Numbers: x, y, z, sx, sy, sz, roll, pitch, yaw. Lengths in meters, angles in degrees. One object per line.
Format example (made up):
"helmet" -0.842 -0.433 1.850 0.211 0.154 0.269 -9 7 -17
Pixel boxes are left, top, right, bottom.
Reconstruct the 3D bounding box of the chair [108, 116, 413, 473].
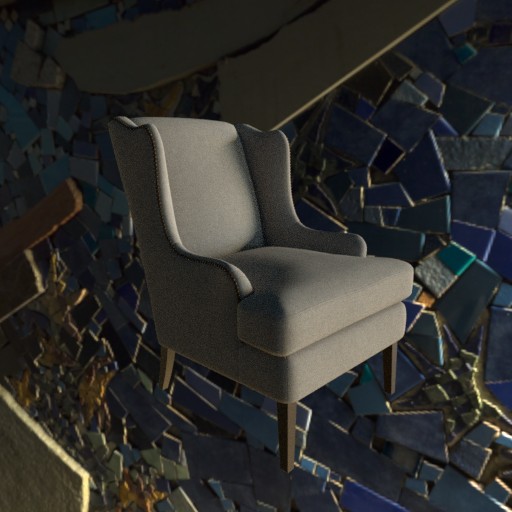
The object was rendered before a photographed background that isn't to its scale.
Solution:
"chair" 0.000 0.000 1.668 0.737 1.029 0.940 -13 18 -43
